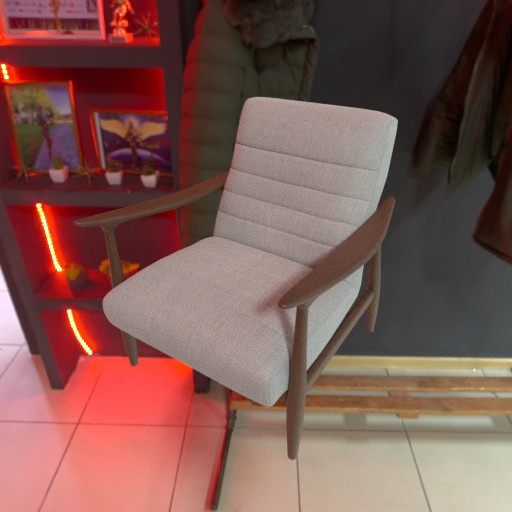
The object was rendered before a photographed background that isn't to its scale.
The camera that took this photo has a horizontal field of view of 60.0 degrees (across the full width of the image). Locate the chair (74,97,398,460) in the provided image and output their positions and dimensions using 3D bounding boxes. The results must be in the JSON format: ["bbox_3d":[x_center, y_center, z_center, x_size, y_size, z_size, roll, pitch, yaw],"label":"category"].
[{"bbox_3d":[0.000,0.000,1.433,0.741,0.832,0.798,19,36,29],"label":"chair"}]
